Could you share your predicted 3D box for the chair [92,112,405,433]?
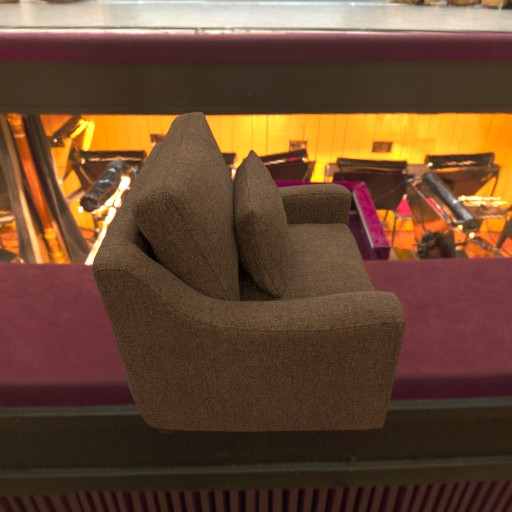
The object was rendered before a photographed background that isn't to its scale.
[{"bbox_3d":[0.000,0.000,1.950,1.009,1.037,1.138,0,33,-1],"label":"chair"}]
